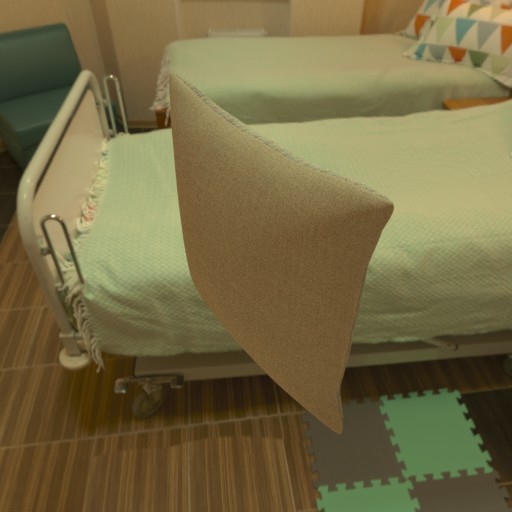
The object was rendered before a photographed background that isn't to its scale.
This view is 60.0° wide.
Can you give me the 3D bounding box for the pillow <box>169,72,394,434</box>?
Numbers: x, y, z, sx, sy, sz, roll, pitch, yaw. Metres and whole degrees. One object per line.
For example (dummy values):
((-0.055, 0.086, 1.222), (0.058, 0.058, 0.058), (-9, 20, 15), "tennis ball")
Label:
((0.000, 0.000, 0.790), (0.178, 0.506, 0.512), (-26, 47, -26), "pillow")
